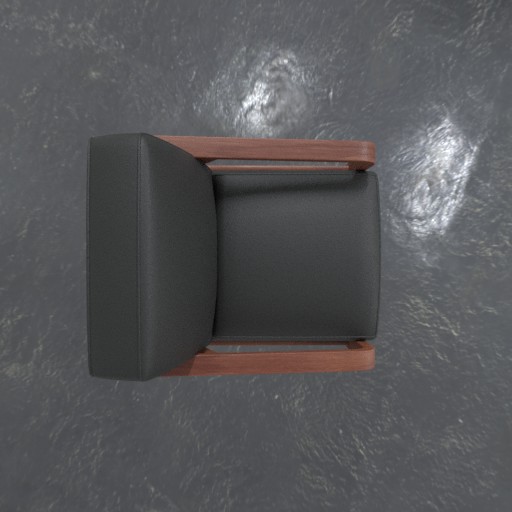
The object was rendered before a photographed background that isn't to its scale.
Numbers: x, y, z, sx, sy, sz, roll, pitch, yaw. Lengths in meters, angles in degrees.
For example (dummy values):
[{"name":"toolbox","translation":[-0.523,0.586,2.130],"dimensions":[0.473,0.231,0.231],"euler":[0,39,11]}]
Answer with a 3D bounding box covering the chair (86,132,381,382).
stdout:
[{"name":"chair","translation":[0.000,0.000,1.471],"dimensions":[0.889,0.861,0.719],"euler":[0,90,-2]}]
